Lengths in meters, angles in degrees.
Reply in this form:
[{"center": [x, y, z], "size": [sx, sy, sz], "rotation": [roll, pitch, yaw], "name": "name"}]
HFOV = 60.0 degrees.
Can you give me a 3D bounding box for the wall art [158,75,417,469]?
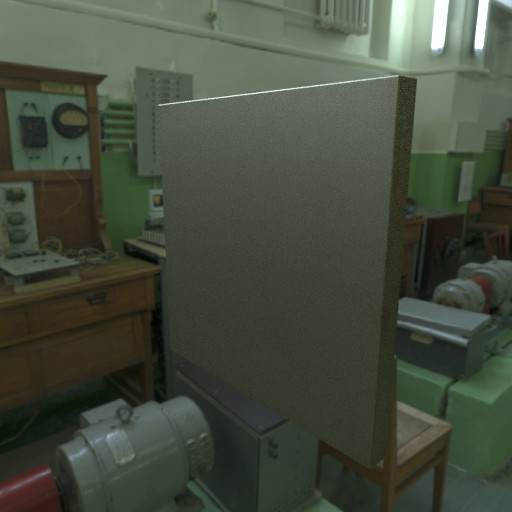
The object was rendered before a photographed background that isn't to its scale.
[{"center": [0.000, 0.000, 0.737], "size": [0.040, 0.506, 0.503], "rotation": [-13, 19, -41], "name": "wall art"}]
